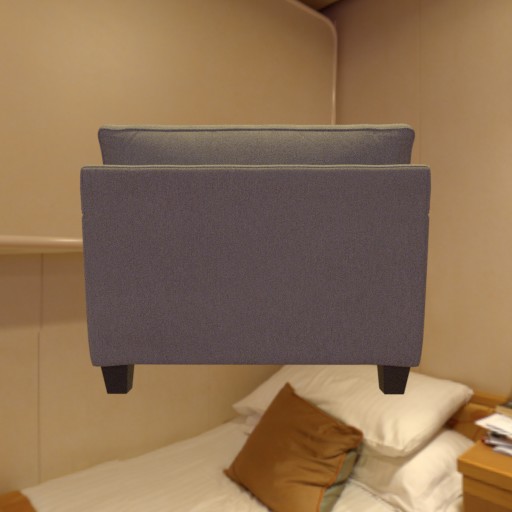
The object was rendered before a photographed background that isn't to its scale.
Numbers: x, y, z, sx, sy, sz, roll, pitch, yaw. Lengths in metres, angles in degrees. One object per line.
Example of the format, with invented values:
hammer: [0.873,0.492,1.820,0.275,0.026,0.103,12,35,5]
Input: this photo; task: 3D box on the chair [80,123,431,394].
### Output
chair: [0.000,0.000,1.997,1.220,1.016,1.041,0,0,0]
